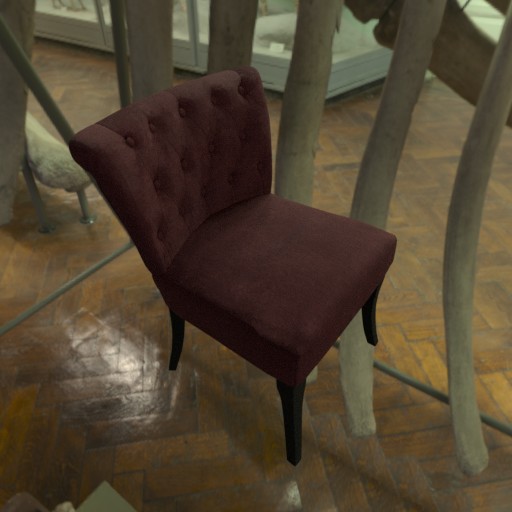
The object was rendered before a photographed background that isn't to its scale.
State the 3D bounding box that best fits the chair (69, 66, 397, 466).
[{"bbox_3d":[0.000,0.000,1.153,0.605,0.750,0.582,25,46,27],"label":"chair"}]
